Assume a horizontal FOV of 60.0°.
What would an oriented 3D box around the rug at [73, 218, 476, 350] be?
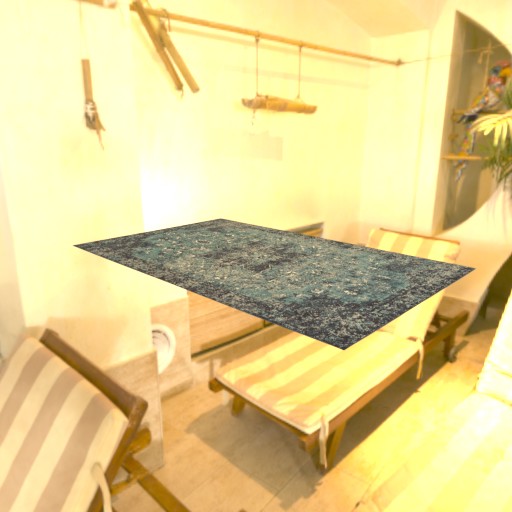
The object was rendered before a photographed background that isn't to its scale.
[{"bbox_3d":[0.000,0.000,3.113,2.440,0.007,1.525,15,21,42],"label":"rug"}]
